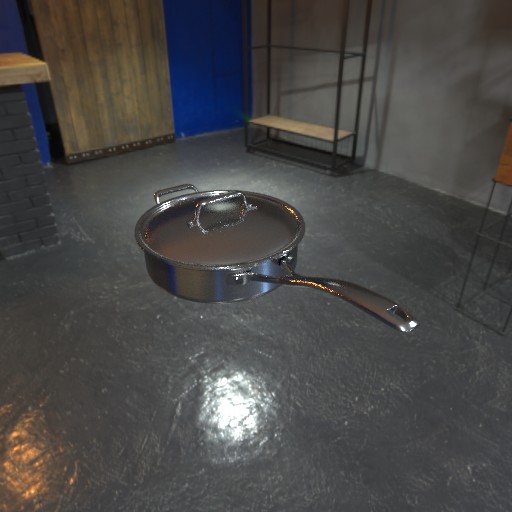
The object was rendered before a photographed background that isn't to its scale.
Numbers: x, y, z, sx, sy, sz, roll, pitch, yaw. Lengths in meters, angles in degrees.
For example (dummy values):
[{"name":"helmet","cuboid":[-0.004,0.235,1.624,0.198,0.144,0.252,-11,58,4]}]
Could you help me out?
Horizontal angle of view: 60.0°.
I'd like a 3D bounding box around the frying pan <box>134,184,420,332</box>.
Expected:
[{"name":"frying pan","cuboid":[0.000,0.000,0.589,0.245,0.111,0.492,-20,36,-30]}]
